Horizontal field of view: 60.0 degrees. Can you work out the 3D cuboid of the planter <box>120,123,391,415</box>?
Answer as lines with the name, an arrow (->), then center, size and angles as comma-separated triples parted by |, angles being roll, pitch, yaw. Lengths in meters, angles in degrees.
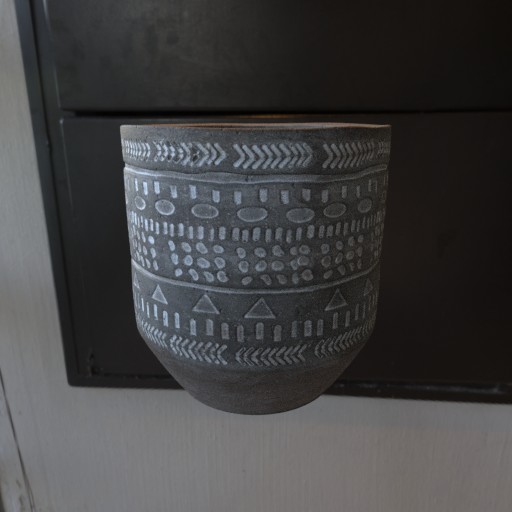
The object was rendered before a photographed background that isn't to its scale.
planter -> 0.000, 0.000, 0.261 | 0.142, 0.149, 0.142 | 0, 17, 0
